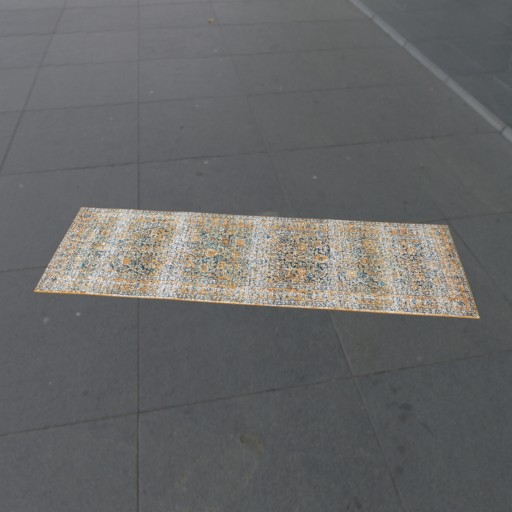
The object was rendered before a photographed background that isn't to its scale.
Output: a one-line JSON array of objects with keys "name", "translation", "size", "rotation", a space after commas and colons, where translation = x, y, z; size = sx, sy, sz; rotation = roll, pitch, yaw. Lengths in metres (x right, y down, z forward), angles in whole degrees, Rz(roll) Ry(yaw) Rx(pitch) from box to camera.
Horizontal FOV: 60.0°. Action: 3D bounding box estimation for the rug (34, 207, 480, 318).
[{"name": "rug", "translation": [0.000, 0.000, 2.513], "size": [2.294, 0.014, 0.704], "rotation": [3, 45, 3]}]
